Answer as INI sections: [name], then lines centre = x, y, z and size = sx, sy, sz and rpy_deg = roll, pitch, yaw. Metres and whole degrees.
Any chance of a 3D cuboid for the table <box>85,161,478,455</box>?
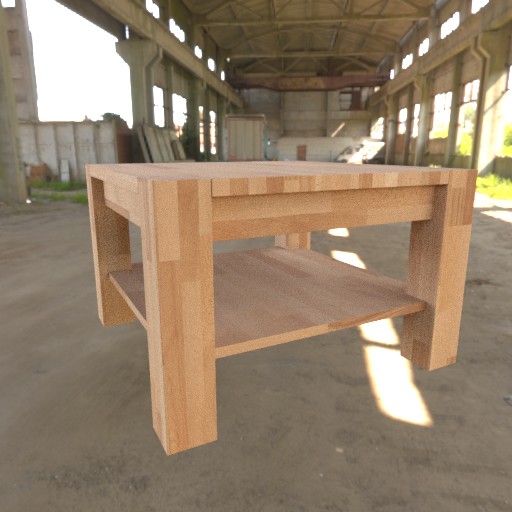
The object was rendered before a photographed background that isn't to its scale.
[table]
centre = 0.000, 0.000, 1.138
size = 0.700, 0.451, 0.700
rpy_deg = -7, 16, -27
